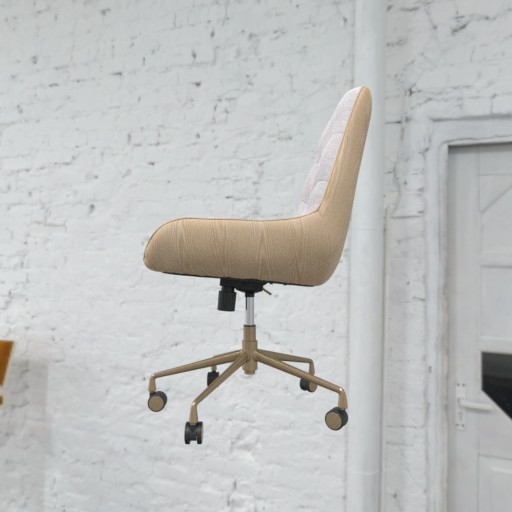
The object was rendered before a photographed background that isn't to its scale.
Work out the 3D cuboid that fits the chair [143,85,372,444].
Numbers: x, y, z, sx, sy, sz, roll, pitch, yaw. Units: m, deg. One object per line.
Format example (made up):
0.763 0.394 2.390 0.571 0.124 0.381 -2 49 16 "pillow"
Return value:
0.000 0.000 1.379 0.668 0.952 0.564 0 -1 0 "chair"
